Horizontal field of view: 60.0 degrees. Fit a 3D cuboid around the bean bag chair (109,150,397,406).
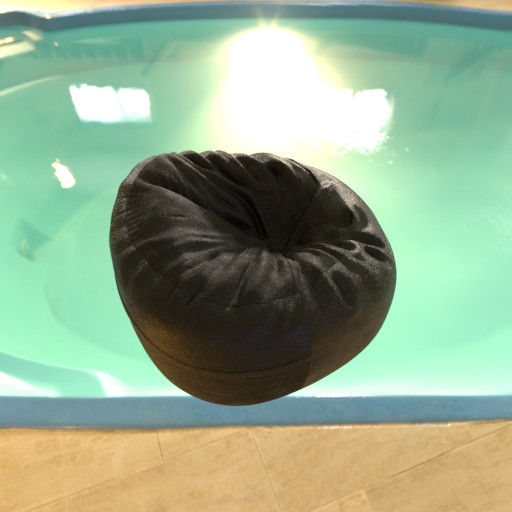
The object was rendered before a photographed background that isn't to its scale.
[{"bbox_3d":[0.000,0.000,2.496,1.524,0.878,1.524,-11,47,-10],"label":"bean bag chair"}]
